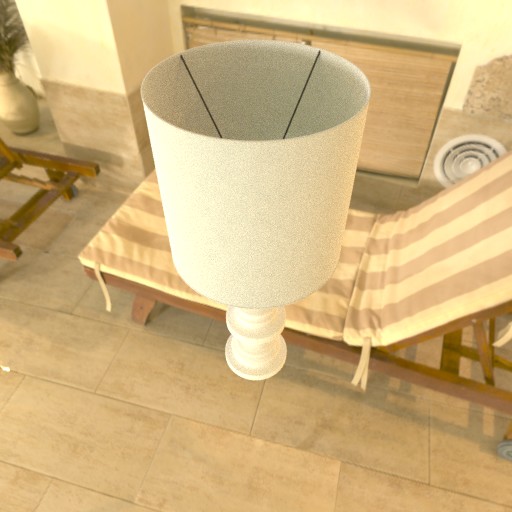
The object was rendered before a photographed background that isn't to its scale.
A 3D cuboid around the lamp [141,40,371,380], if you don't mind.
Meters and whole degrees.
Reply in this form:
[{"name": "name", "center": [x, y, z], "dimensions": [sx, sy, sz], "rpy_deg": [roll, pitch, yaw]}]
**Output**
[{"name": "lamp", "center": [0.000, 0.000, 0.569], "dimensions": [0.208, 0.455, 0.208], "rpy_deg": [15, 47, 15]}]
